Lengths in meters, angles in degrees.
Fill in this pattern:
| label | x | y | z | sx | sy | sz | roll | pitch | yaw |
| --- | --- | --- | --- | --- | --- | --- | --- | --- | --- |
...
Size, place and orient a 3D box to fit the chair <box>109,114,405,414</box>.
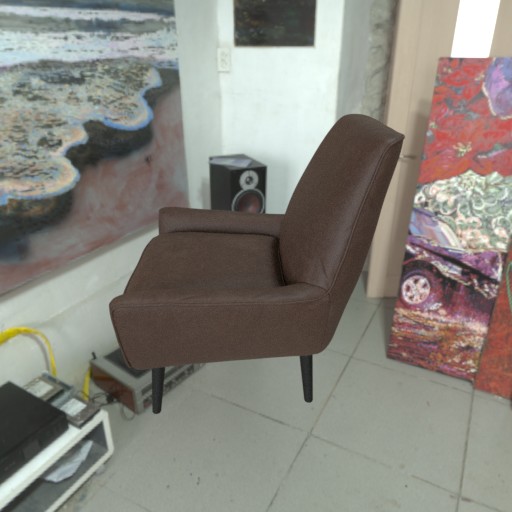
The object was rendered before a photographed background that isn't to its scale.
| label | x | y | z | sx | sy | sz | roll | pitch | yaw |
| --- | --- | --- | --- | --- | --- | --- | --- | --- | --- |
| chair | 0.000 | 0.000 | 1.516 | 0.824 | 0.888 | 0.787 | 0 | 25 | -1 |
